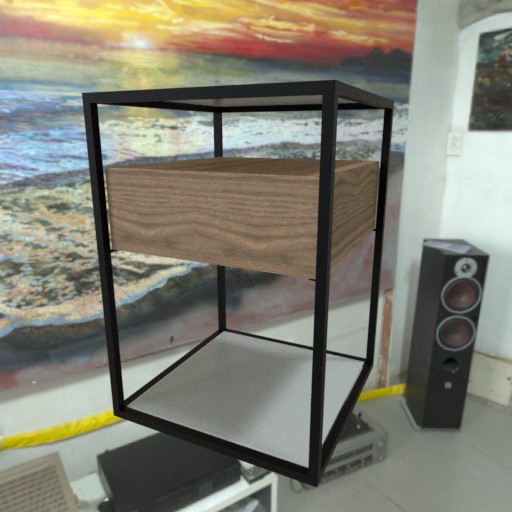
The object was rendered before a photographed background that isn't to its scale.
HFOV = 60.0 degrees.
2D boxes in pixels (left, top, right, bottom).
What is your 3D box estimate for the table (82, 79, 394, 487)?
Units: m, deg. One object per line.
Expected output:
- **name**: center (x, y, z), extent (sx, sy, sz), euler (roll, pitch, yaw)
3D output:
- **table**: center (0.000, 0.000, 0.798), extent (0.378, 0.540, 0.378), euler (7, 17, 25)
